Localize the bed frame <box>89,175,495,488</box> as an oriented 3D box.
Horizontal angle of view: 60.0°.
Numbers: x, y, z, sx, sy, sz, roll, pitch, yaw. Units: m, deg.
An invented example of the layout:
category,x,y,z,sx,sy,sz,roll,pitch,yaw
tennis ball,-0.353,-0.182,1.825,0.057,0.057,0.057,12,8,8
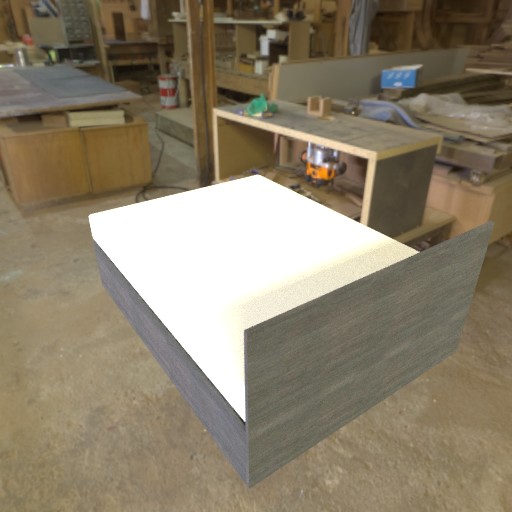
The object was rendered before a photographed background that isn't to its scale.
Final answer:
category,x,y,z,sx,sy,sz,roll,pitch,yaw
bed frame,0.000,0.000,2.600,1.400,0.800,1.900,-19,35,-30
